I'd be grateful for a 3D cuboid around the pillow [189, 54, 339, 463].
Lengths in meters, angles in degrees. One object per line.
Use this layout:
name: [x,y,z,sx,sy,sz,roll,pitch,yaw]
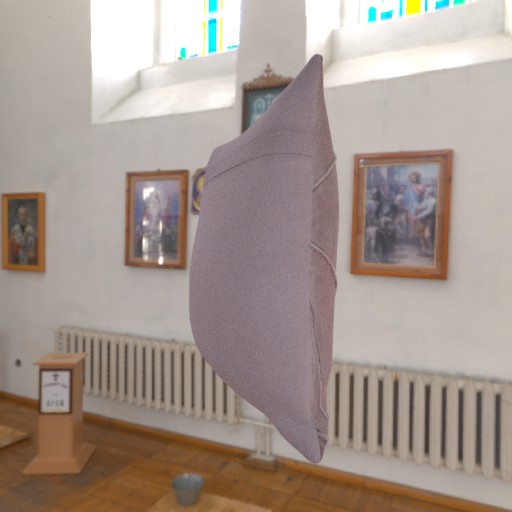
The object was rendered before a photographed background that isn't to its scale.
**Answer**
pillow: [0.000,0.000,0.674,0.185,0.440,0.439,0,0,-20]
